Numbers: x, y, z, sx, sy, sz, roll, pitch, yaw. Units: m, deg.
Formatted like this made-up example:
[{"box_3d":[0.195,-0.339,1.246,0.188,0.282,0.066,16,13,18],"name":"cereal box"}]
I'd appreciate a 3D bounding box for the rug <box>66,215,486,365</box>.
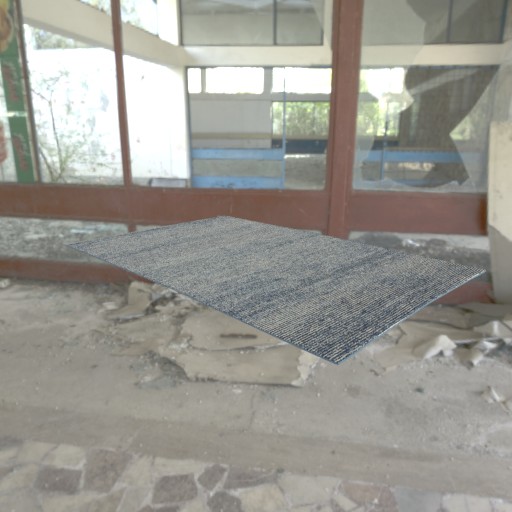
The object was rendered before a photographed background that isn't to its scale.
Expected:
[{"box_3d":[0.000,0.000,2.181,1.145,0.021,1.777,-16,22,-43],"name":"rug"}]
